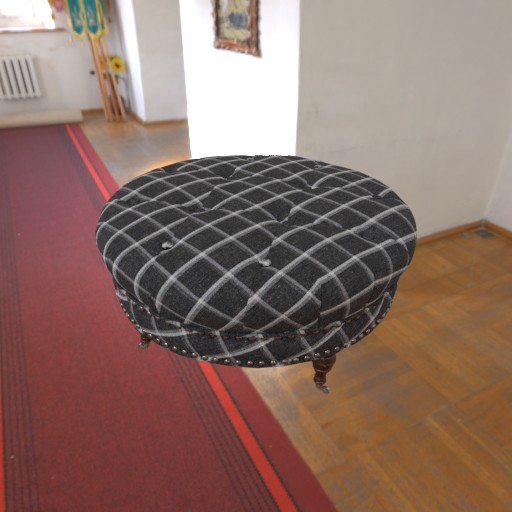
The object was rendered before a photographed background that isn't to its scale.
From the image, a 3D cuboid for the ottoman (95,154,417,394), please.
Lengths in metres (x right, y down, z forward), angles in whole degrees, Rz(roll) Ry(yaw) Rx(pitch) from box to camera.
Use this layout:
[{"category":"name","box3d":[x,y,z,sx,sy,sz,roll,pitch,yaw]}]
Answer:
[{"category":"ottoman","box3d":[0.000,0.000,1.374,0.901,0.439,0.901,0,32,0]}]
